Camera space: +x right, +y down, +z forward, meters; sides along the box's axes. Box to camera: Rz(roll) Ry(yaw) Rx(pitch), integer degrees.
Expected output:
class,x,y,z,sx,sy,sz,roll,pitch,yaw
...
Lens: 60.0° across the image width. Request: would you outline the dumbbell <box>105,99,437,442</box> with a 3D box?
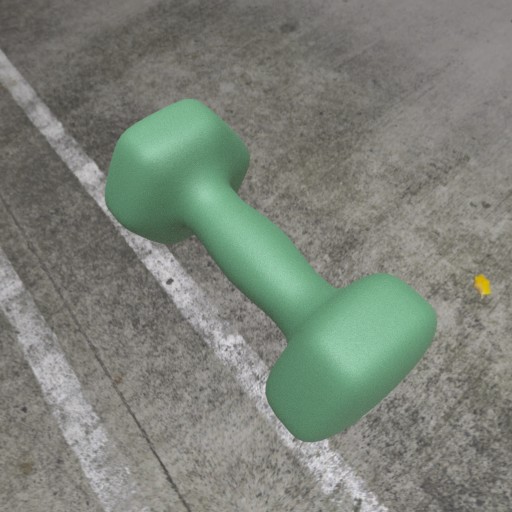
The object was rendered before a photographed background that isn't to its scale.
class,x,y,z,sx,sy,sz,roll,pitch,yaw
dumbbell,0.000,0.000,0.323,0.126,0.114,0.257,-35,65,-19
